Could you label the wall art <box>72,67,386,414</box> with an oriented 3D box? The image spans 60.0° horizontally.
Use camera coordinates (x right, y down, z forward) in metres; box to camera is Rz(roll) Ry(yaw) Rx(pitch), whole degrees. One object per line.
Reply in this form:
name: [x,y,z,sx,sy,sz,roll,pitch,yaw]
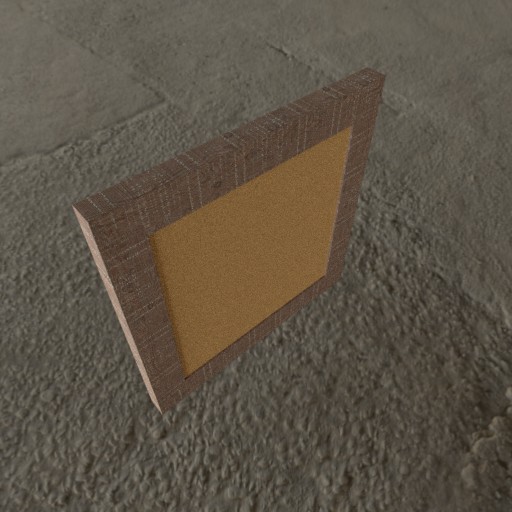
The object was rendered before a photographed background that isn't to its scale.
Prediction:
wall art: [0.000,0.000,0.817,0.531,0.531,0.040,-33,56,-26]
